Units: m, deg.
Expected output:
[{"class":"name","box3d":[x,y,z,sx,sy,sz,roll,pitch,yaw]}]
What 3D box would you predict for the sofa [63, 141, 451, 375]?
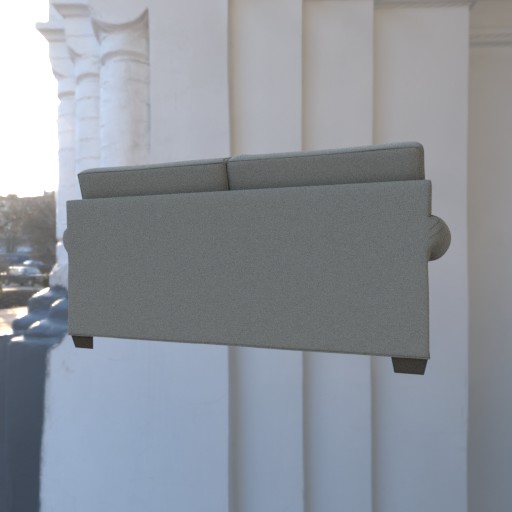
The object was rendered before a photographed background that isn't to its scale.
[{"class":"sofa","box3d":[0.000,0.000,2.419,1.930,0.952,0.940,0,-1,19]}]
